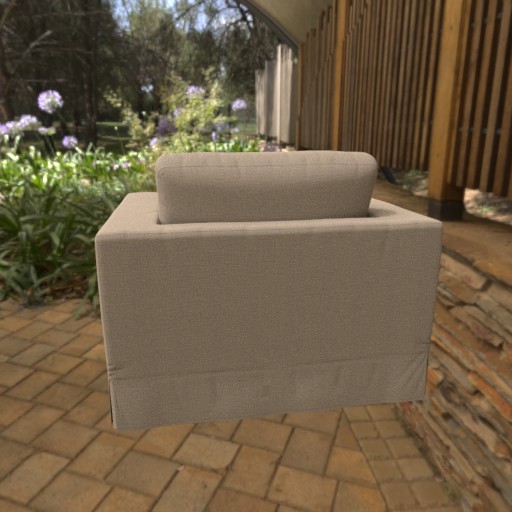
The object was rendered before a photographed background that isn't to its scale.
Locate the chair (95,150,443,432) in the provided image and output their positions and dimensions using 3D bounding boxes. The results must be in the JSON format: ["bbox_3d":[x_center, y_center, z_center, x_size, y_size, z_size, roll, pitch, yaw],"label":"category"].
[{"bbox_3d":[0.000,0.000,1.862,1.150,0.878,0.957,-3,16,-9],"label":"chair"}]
